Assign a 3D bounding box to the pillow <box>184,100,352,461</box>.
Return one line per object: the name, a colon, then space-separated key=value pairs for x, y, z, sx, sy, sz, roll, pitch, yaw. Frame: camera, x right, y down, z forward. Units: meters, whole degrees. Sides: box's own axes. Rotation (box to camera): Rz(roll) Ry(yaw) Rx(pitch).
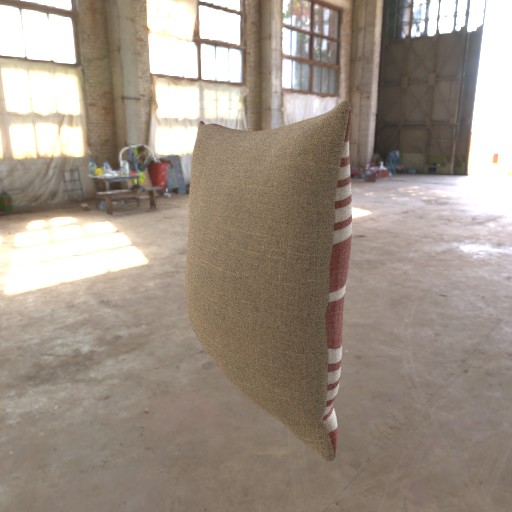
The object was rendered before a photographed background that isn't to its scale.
pillow: x=0.000 y=0.000 z=0.685 sx=0.182 sy=0.427 sz=0.439 roll=-8 pitch=17 yaw=-27
